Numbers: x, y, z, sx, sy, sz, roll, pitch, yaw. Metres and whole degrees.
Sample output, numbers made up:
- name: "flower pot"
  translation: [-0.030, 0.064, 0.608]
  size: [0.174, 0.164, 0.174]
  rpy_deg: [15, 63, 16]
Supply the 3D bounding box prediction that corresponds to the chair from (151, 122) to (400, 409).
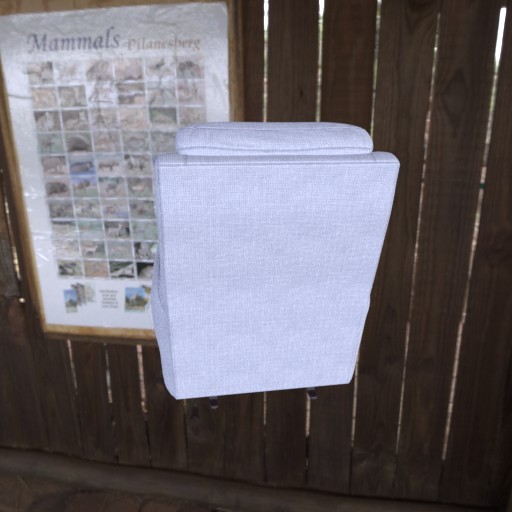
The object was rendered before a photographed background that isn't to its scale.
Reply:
- name: "chair"
  translation: [0.000, 0.000, 1.820]
  size: [0.829, 1.030, 1.080]
  rpy_deg: [-2, 15, -9]
